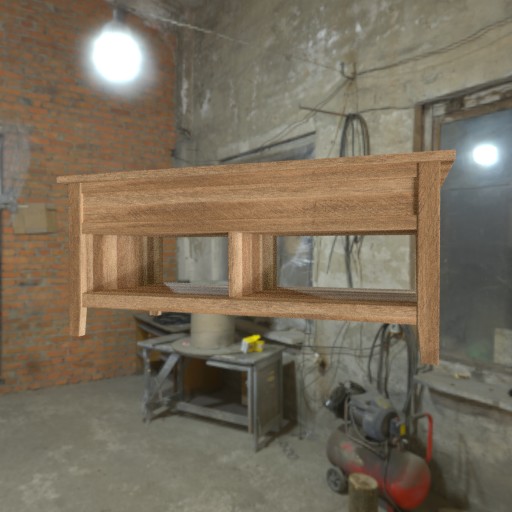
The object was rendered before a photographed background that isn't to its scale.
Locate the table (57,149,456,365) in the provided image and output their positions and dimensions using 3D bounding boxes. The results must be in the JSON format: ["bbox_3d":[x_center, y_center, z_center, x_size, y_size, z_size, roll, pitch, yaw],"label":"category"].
[{"bbox_3d":[0.000,0.000,1.386,1.095,0.480,0.493,0,1,19],"label":"table"}]
